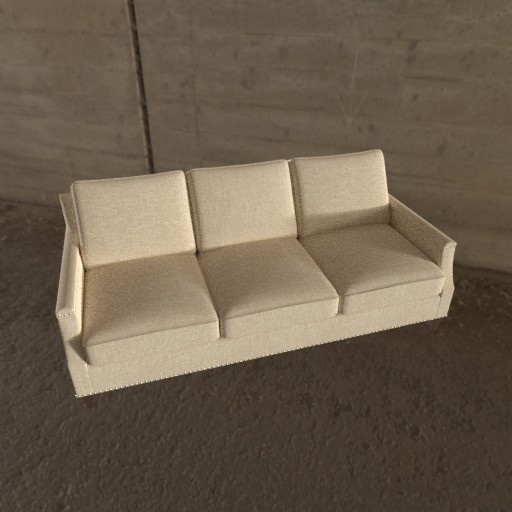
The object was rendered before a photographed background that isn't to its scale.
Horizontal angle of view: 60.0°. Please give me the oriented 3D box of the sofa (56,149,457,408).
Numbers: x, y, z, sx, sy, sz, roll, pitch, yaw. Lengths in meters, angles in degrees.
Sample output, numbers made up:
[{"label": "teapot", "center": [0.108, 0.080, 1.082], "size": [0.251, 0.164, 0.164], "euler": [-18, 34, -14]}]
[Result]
[{"label": "sofa", "center": [0.000, 0.000, 2.741], "size": [2.210, 0.940, 1.041], "euler": [-9, 33, -14]}]
